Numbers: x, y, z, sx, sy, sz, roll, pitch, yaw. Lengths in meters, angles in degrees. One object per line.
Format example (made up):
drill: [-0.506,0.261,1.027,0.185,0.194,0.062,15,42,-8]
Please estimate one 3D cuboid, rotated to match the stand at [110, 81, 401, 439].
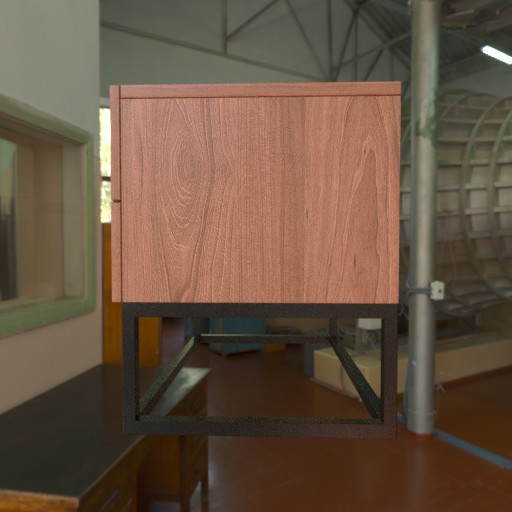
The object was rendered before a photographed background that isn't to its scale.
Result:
stand: [0.000,0.000,0.923,0.420,0.500,0.600,0,2,2]
